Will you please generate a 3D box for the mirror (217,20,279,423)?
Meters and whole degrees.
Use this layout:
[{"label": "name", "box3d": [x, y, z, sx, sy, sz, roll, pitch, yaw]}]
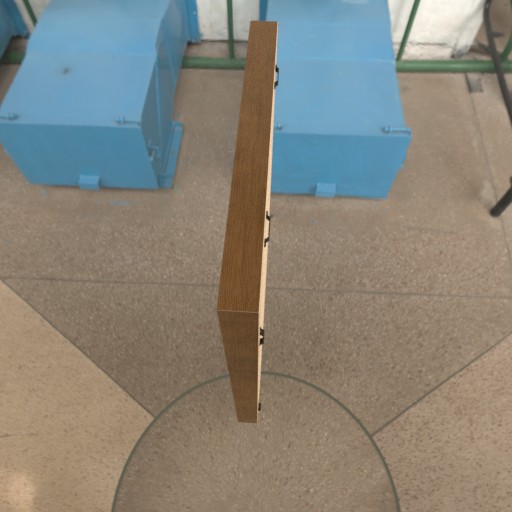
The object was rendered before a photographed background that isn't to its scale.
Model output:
[{"label": "mirror", "box3d": [0.000, 0.000, 0.688, 0.041, 0.508, 0.405, 3, 60, 2]}]
